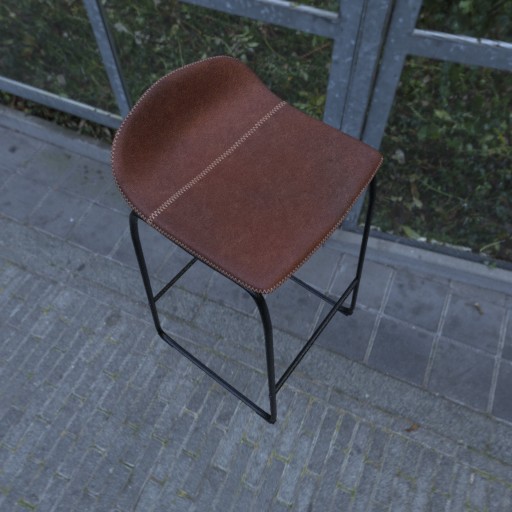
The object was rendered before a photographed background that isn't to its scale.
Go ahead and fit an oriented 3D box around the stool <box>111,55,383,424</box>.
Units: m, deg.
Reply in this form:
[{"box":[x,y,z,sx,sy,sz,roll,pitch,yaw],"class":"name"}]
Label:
[{"box":[0.000,0.000,1.123,0.473,0.830,0.454,33,62,19],"class":"stool"}]
